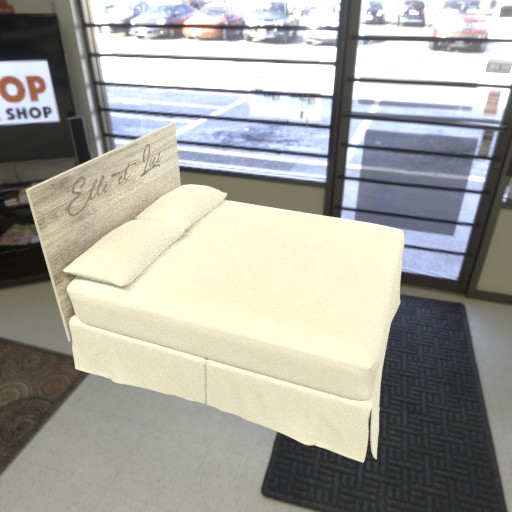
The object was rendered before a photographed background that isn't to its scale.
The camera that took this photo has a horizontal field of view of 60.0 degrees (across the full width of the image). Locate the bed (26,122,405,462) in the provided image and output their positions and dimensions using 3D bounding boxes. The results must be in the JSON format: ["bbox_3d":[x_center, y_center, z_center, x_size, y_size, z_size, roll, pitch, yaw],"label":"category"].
[{"bbox_3d":[0.000,0.000,3.149,2.094,1.335,1.745,11,32,18],"label":"bed"}]
